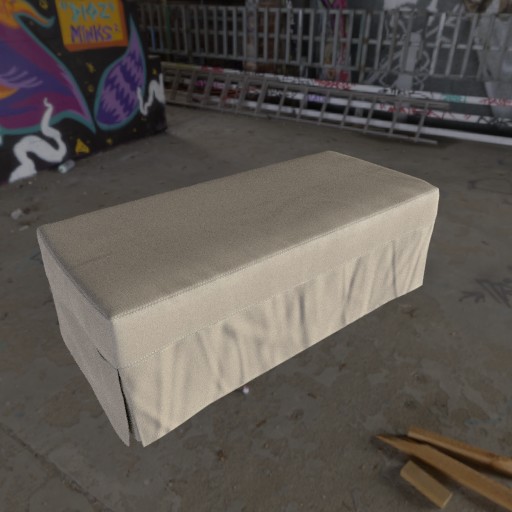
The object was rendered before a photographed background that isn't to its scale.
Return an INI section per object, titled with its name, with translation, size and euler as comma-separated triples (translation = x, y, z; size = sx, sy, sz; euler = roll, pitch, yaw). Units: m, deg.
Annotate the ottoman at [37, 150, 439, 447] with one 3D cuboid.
[ottoman]
translation = 0.000, 0.000, 1.677
size = 1.388, 0.457, 0.665
euler = -21, 37, -32
